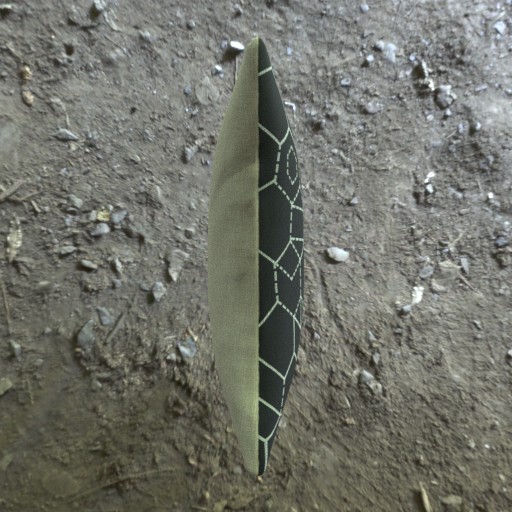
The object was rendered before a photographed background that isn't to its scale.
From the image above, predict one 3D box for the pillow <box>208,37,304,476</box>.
[{"bbox_3d":[0.000,0.000,0.769,0.158,0.508,0.517,0,90,0],"label":"pillow"}]
